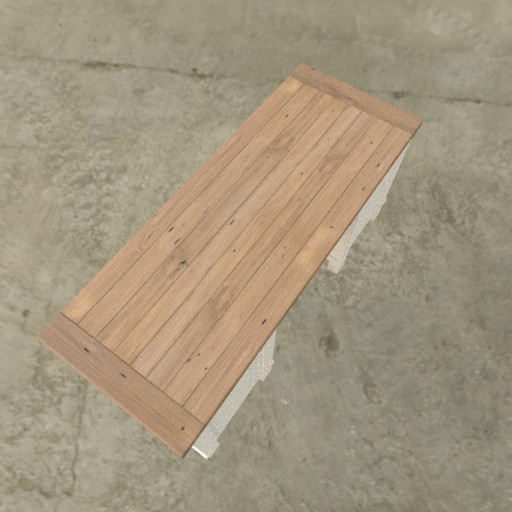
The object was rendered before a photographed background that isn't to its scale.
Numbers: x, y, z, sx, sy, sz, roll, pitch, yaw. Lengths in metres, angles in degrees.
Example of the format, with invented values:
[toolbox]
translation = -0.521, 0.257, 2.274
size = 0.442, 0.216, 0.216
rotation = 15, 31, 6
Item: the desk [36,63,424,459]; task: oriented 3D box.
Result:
[desk]
translation = 0.000, 0.000, 2.200
size = 0.688, 0.760, 1.803
rotation = 32, 67, 16
